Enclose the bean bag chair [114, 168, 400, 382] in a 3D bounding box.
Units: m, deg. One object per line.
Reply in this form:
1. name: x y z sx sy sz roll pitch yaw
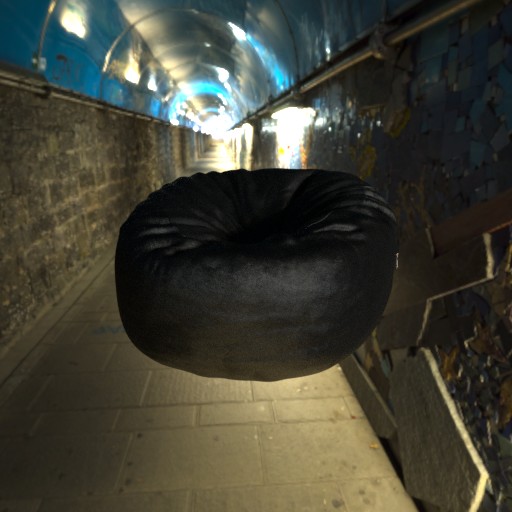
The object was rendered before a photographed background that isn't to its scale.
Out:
1. bean bag chair: 0.000 0.000 2.428 1.524 0.878 1.524 3 16 11
